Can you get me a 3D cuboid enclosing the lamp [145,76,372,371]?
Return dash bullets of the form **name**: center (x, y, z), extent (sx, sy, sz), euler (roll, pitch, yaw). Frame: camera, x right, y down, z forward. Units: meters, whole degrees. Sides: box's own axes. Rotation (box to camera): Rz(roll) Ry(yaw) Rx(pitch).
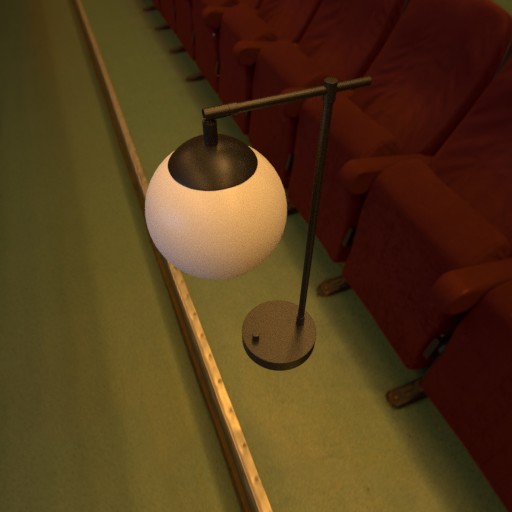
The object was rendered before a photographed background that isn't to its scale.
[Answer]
- **lamp**: center (0.000, 0.000, 0.728), extent (0.316, 0.559, 0.197), euler (-17, 49, -15)
